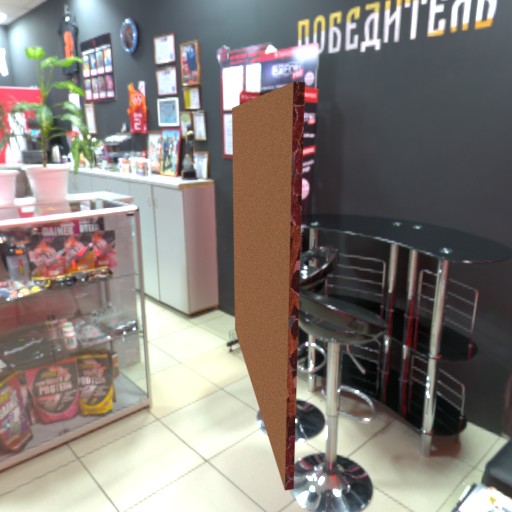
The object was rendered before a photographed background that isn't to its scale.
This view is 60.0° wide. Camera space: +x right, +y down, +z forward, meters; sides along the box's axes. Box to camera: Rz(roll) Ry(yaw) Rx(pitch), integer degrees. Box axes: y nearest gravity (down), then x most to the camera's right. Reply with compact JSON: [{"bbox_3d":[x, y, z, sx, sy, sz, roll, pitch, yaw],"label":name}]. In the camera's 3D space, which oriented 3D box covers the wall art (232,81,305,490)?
[{"bbox_3d":[0.000,0.000,0.608,0.010,0.406,0.404,-3,16,-10],"label":"wall art"}]
